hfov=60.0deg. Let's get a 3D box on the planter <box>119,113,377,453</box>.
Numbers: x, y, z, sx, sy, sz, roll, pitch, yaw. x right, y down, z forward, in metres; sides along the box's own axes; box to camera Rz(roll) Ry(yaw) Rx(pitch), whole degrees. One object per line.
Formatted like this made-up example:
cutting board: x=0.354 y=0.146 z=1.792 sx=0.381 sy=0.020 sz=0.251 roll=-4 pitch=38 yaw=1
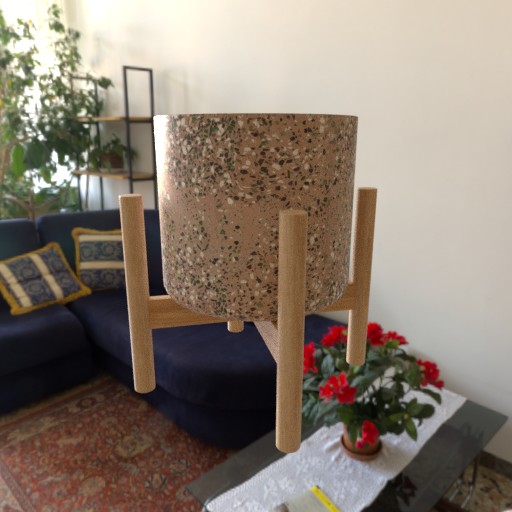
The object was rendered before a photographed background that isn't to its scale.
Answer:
planter: x=0.000 y=0.000 z=0.536 sx=0.284 sy=0.320 sz=0.284 roll=2 pitch=16 yaw=9
